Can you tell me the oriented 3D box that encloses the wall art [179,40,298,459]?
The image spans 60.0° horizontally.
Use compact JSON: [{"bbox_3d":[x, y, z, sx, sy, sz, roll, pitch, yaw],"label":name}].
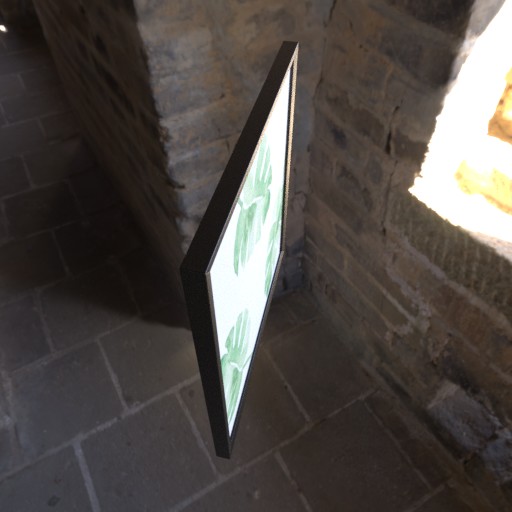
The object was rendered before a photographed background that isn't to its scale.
[{"bbox_3d":[0.000,0.000,1.134,0.038,0.765,0.765,10,49,9],"label":"wall art"}]
